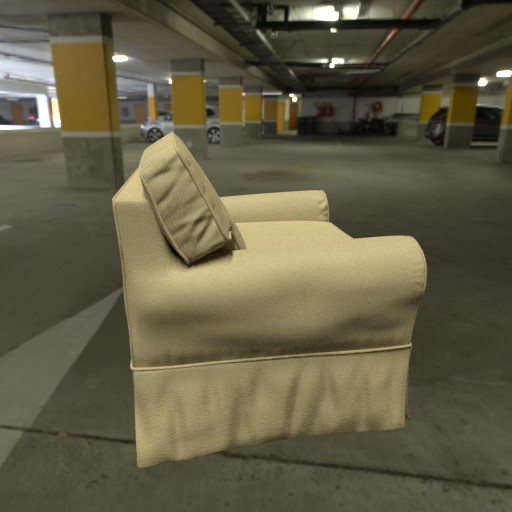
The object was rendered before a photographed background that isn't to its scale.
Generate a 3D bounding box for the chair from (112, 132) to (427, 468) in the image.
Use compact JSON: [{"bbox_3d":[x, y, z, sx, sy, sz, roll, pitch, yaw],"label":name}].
[{"bbox_3d":[0.000,0.000,1.741,0.903,0.937,1.096,-3,18,-9],"label":"chair"}]
